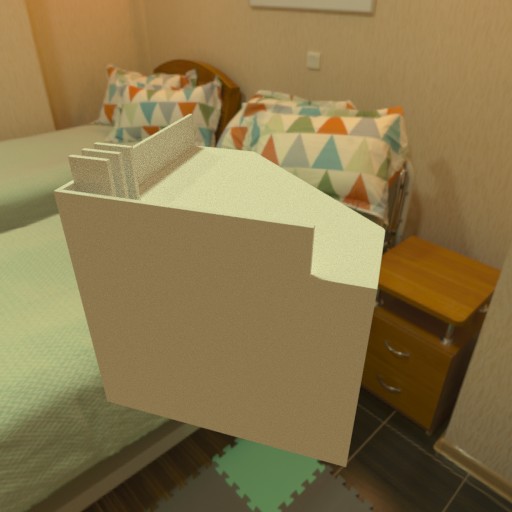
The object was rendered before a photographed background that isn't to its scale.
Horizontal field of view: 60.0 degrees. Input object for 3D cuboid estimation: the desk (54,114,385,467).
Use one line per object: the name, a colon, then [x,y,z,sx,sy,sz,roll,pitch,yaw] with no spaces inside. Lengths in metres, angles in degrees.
desk: [0.000,0.000,1.765,0.940,0.986,0.940,9,33,15]
